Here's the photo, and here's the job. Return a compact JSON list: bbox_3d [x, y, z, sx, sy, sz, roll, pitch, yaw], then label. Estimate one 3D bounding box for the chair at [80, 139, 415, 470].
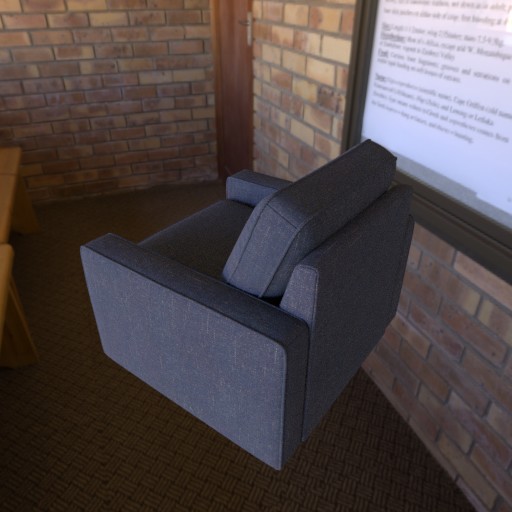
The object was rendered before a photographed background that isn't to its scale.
[{"bbox_3d":[0.000,0.000,1.797,0.940,0.919,1.017,21,38,31],"label":"chair"}]
